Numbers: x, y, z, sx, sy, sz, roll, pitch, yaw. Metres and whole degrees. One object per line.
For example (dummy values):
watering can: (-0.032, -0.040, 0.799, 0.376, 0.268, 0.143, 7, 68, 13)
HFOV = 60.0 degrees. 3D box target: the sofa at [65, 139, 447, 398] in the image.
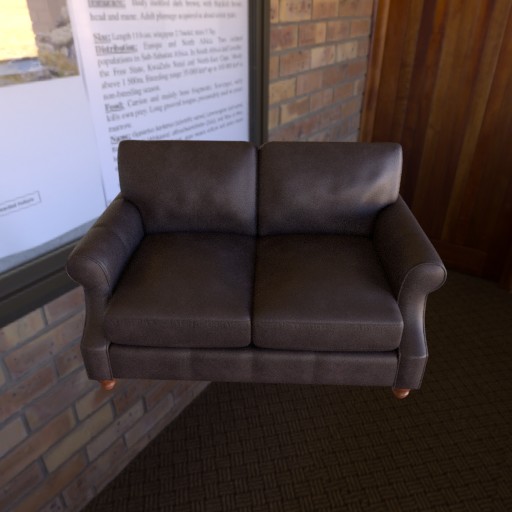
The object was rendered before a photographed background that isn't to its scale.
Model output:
sofa: (0.000, 0.000, 2.269, 1.663, 0.979, 1.030, 1, 30, 2)
